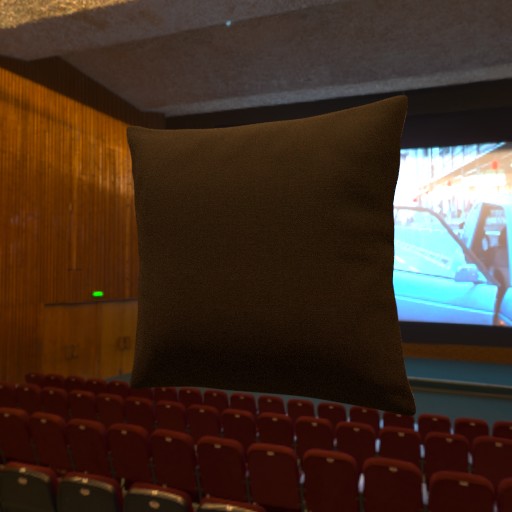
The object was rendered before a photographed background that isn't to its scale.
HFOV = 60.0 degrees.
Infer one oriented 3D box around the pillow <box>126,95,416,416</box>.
[{"bbox_3d":[0.000,0.000,0.777,0.523,0.506,0.166,0,-2,18],"label":"pillow"}]
